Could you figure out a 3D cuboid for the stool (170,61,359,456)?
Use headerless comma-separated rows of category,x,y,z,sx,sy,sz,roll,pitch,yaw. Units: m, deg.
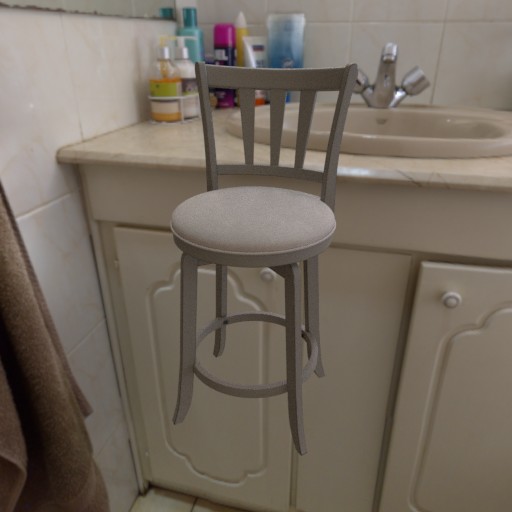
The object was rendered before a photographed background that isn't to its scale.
stool,0.000,0.000,1.254,0.450,0.994,0.486,7,26,15
